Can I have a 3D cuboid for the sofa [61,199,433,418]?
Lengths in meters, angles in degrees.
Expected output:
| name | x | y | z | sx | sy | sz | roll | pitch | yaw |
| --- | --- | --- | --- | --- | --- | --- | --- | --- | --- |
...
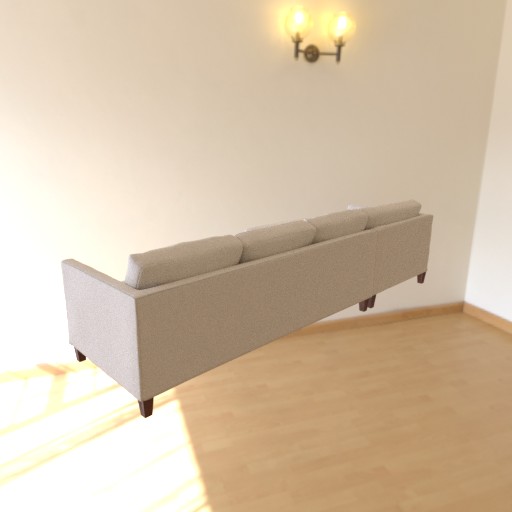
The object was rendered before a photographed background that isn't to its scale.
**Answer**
| name | x | y | z | sx | sy | sz | roll | pitch | yaw |
| --- | --- | --- | --- | --- | --- | --- | --- | --- | --- |
| sofa | 0.000 | 0.000 | 3.788 | 3.186 | 0.846 | 1.625 | -15 | 21 | -42 |
